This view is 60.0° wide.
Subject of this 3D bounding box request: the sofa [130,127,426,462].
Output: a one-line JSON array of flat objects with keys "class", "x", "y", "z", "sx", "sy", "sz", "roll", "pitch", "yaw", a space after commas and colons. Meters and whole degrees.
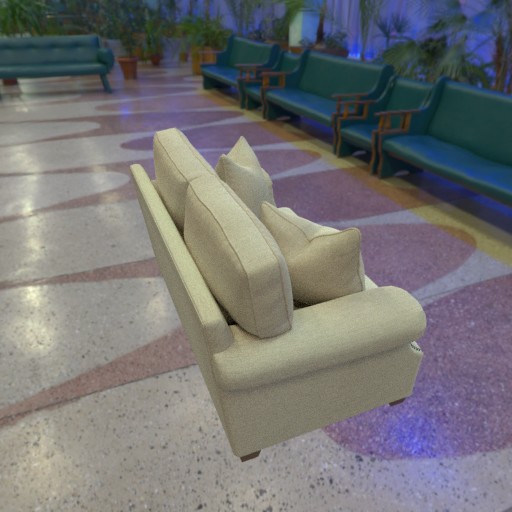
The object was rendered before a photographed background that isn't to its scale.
[{"class": "sofa", "x": 0.000, "y": 0.000, "z": 2.267, "sx": 0.966, "sy": 0.966, "sz": 1.701, "roll": -12, "pitch": 33, "yaw": -19}]
